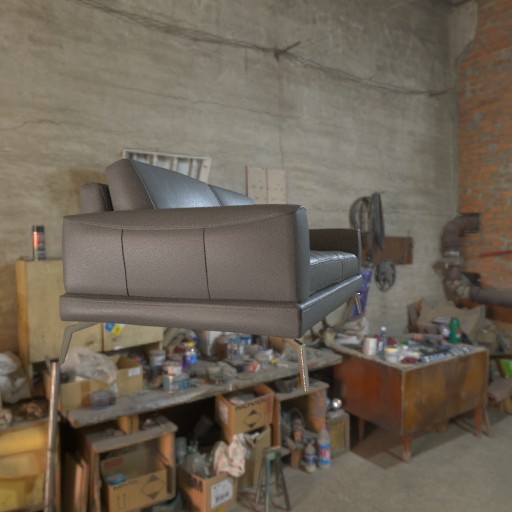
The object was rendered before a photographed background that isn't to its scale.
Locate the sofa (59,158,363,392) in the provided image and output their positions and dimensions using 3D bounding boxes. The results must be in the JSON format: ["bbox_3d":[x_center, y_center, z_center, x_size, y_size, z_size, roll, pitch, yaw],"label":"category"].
[{"bbox_3d":[0.000,0.000,2.726,1.121,0.930,2.177,0,1,19],"label":"sofa"}]
